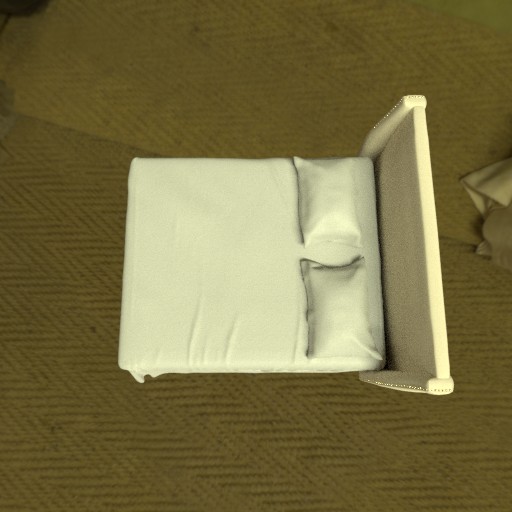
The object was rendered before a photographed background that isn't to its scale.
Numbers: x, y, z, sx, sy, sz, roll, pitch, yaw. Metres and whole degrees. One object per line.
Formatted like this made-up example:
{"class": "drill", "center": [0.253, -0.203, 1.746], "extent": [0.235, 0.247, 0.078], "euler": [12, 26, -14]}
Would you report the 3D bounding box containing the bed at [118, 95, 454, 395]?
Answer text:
{"class": "bed", "center": [0.000, 0.000, 3.361], "extent": [2.276, 1.332, 1.925], "euler": [0, 77, 0]}
